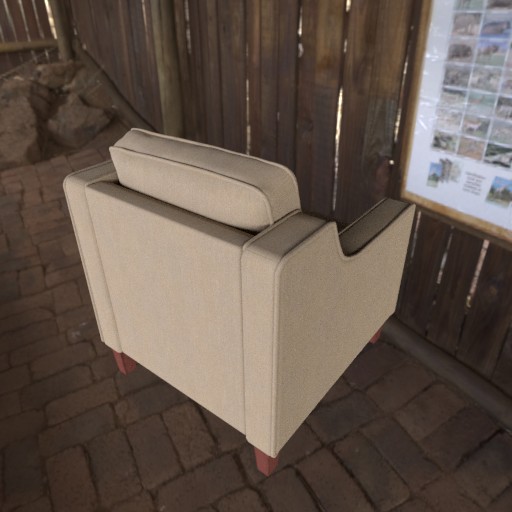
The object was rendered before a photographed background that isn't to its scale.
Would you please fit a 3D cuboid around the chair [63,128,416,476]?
[{"bbox_3d":[0.000,0.000,1.640,0.831,0.960,0.909,22,37,32],"label":"chair"}]
